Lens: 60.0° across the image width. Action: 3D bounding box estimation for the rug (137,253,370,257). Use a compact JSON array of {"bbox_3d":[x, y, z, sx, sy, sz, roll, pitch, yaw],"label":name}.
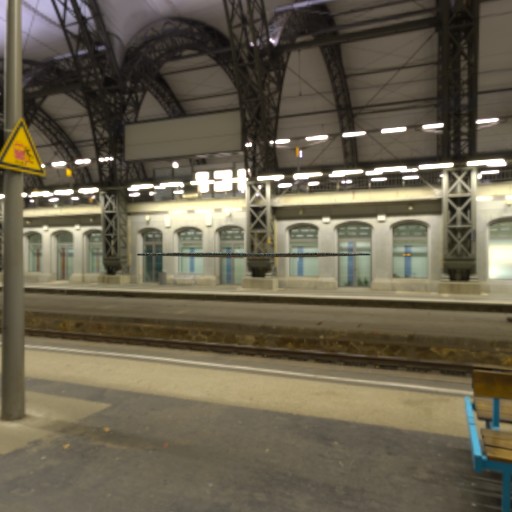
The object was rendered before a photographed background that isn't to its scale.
[{"bbox_3d":[0.000,0.000,2.730,0.801,0.010,2.459,0,0,0],"label":"rug"}]
